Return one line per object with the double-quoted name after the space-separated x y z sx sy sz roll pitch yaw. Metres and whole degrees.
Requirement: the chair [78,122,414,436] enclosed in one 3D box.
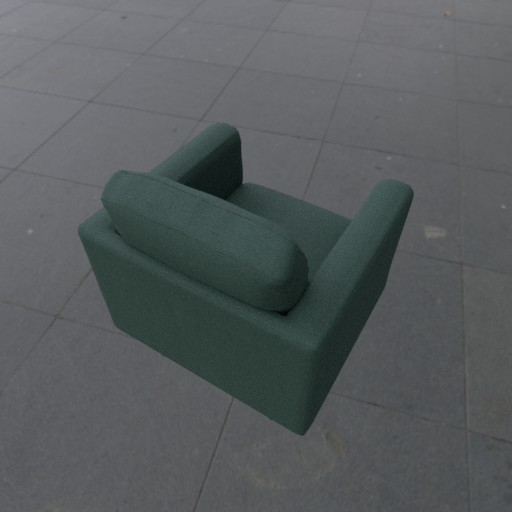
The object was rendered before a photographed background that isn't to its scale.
0.000 0.000 1.625 0.855 0.927 0.800 24 51 21 "chair"
